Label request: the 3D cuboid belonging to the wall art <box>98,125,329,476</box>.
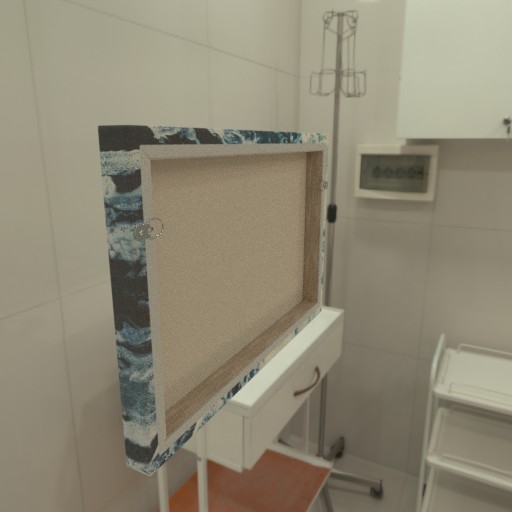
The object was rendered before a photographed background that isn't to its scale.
[{"bbox_3d":[0.000,0.000,0.749,0.043,0.407,0.609,8,16,27],"label":"wall art"}]
